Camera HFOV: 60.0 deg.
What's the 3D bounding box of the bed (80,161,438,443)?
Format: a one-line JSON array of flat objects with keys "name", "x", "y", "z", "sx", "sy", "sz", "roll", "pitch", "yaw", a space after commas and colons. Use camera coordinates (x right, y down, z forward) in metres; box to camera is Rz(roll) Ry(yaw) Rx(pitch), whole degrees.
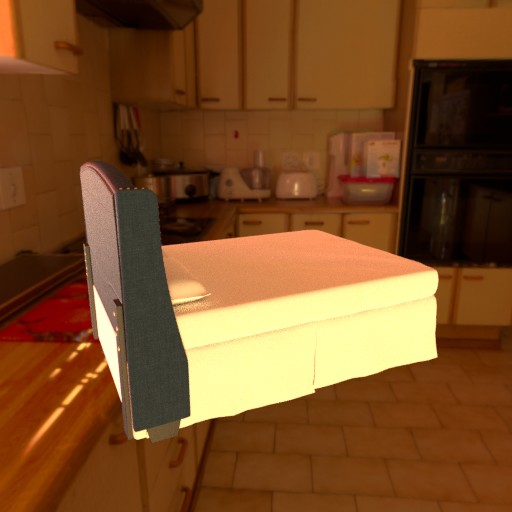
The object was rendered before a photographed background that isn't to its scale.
[{"name": "bed", "x": 0.000, "y": 0.000, "z": 3.241, "sx": 2.223, "sy": 1.402, "sz": 1.604, "roll": -8, "pitch": 17, "yaw": -25}]
